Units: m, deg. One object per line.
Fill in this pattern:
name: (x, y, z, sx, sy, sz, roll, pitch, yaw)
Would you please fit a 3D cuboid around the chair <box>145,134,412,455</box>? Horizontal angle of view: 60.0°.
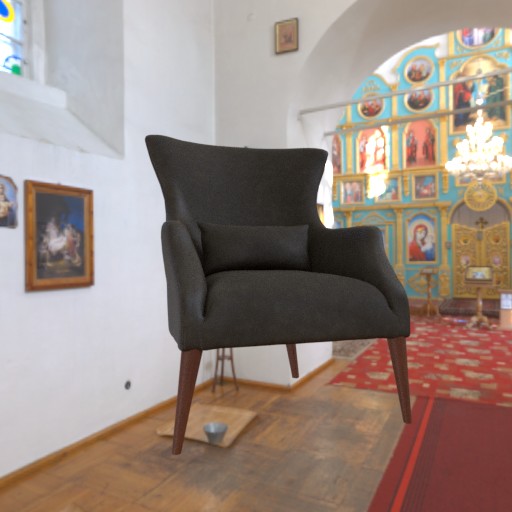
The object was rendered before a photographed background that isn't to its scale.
chair: (0.000, 0.000, 1.727, 0.819, 1.068, 0.954, 0, -1, -18)
